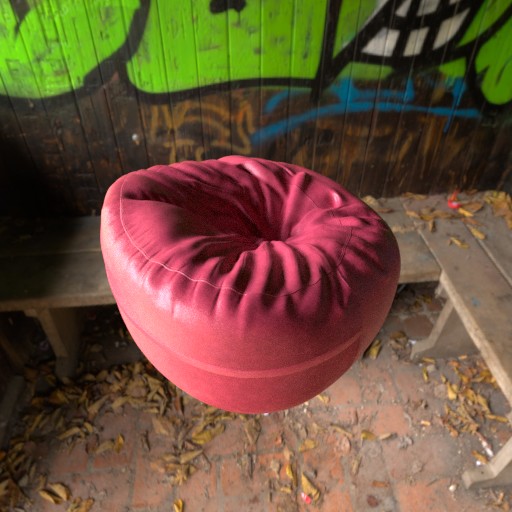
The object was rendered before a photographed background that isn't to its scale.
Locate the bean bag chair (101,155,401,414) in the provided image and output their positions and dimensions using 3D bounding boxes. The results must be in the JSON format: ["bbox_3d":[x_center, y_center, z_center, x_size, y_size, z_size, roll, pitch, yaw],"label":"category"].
[{"bbox_3d":[0.000,0.000,2.414,1.524,0.878,1.524,-24,47,-25],"label":"bean bag chair"}]
